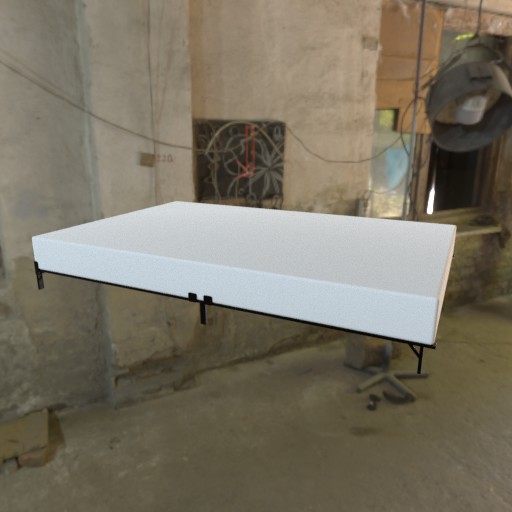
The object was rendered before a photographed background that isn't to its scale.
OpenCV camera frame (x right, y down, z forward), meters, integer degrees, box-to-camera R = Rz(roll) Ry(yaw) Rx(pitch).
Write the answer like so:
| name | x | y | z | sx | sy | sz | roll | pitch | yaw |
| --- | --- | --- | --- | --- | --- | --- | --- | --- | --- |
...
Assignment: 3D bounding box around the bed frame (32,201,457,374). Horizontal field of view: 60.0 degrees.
| name | x | y | z | sx | sy | sz | roll | pitch | yaw |
| --- | --- | --- | --- | --- | --- | --- | --- | --- | --- |
| bed frame | 0.000 | 0.000 | 3.723 | 2.987 | 0.440 | 1.930 | 8 | 18 | 25 |
